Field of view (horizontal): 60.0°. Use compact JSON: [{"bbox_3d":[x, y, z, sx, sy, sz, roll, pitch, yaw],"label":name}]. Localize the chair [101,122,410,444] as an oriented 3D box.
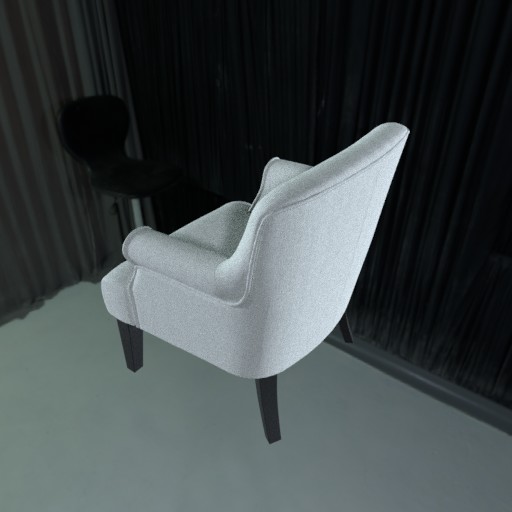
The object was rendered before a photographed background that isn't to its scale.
[{"bbox_3d":[0.000,0.000,1.465,0.750,0.875,0.781,21,38,29],"label":"chair"}]
